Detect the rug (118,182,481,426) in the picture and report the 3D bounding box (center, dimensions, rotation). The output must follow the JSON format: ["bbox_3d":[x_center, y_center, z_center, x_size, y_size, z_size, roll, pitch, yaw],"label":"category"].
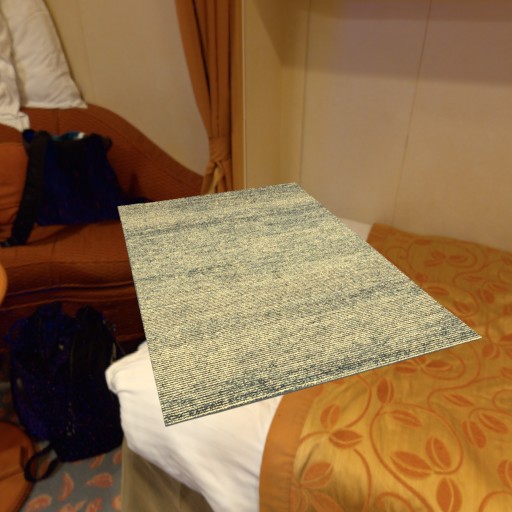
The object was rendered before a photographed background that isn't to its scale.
[{"bbox_3d":[0.000,0.000,2.982,1.624,0.030,2.349,-10,32,-17],"label":"rug"}]
